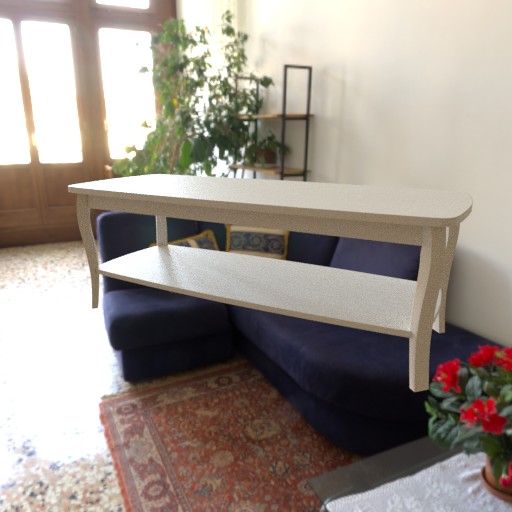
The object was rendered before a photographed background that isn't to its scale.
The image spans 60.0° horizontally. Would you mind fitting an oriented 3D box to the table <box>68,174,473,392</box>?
[{"bbox_3d":[0.000,0.000,1.571,1.334,0.474,0.561,8,18,27],"label":"table"}]
